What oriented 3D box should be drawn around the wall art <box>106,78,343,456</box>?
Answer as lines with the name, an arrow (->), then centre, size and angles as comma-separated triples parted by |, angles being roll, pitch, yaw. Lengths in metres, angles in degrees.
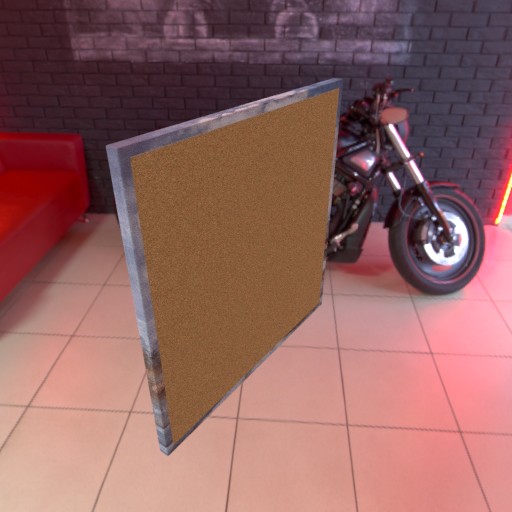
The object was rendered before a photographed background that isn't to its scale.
wall art -> 0.000, 0.000, 1.530 | 0.040, 1.020, 1.010 | 21, 37, 31
